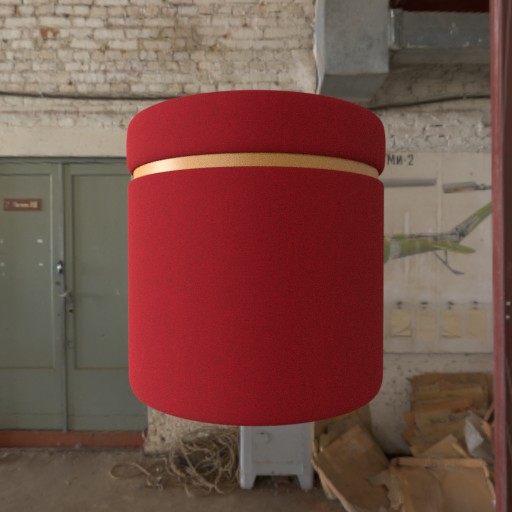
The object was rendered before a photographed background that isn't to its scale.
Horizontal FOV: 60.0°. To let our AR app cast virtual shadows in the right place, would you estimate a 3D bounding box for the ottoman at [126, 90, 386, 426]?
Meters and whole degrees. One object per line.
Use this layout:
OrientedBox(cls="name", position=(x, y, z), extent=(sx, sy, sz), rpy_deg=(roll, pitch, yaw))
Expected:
OrientedBox(cls="ottoman", position=(0.000, 0.000, 0.715), extent=(0.400, 0.406, 0.400), rpy_deg=(0, 1, 0))
